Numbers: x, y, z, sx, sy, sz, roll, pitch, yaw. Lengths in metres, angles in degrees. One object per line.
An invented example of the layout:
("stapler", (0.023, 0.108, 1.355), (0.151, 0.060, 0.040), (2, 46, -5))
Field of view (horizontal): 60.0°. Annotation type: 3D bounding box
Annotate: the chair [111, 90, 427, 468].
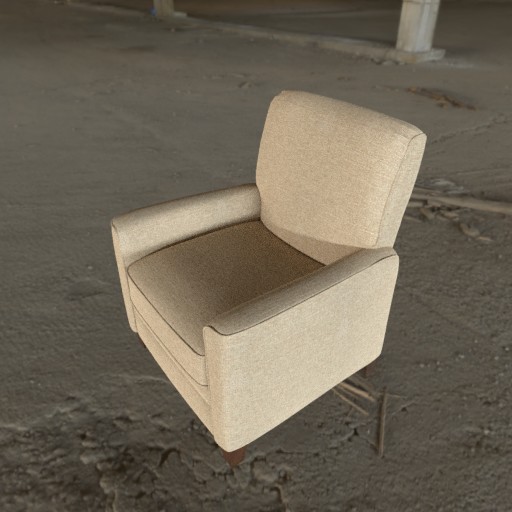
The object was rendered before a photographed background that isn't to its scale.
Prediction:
("chair", (0.000, 0.000, 1.658), (0.858, 1.028, 0.841), (-22, 39, -30))
